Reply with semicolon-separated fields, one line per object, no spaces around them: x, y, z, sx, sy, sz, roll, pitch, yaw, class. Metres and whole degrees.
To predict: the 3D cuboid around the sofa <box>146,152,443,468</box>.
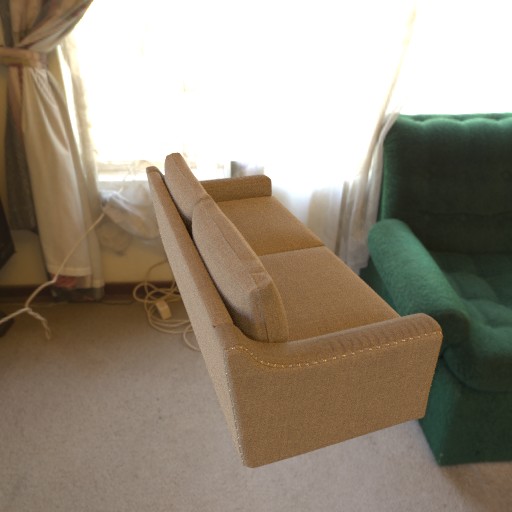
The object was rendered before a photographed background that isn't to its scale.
0.000;0.000;2.692;1.000;0.857;2.208;-9;30;-17;sofa
